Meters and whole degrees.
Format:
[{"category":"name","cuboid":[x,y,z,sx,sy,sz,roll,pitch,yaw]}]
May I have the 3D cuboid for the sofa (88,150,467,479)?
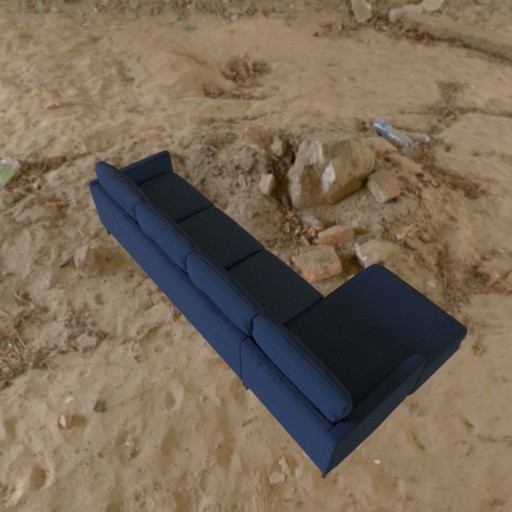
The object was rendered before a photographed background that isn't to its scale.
[{"category":"sofa","cuboid":[0.000,0.000,2.892,1.128,0.679,2.450,-32,54,-26]}]
